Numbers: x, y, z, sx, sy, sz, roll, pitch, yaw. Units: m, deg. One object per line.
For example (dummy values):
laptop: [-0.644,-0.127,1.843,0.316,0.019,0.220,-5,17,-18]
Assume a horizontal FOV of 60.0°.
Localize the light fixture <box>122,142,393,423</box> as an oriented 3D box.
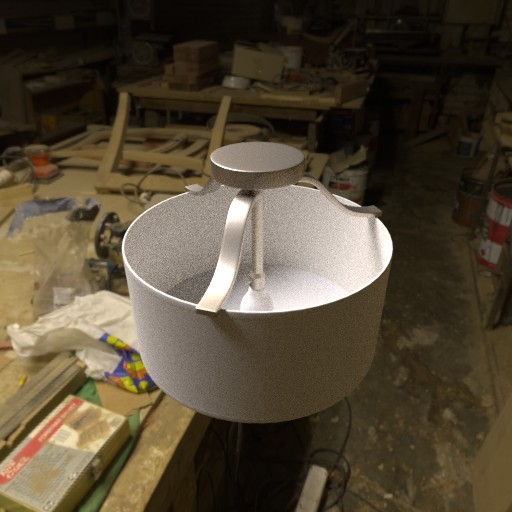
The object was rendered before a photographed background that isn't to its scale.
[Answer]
light fixture: [0.000,0.000,0.659,0.395,0.304,0.395,0,31,0]
